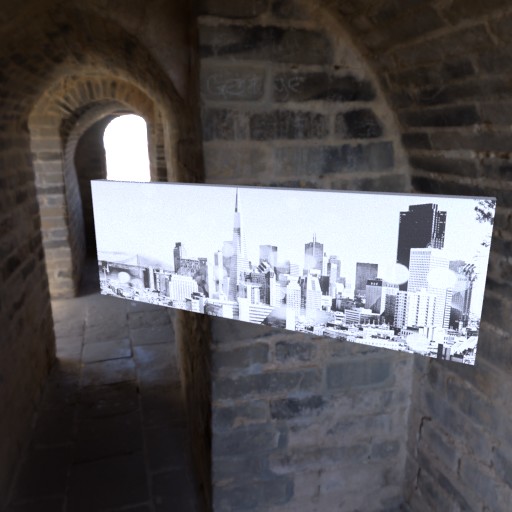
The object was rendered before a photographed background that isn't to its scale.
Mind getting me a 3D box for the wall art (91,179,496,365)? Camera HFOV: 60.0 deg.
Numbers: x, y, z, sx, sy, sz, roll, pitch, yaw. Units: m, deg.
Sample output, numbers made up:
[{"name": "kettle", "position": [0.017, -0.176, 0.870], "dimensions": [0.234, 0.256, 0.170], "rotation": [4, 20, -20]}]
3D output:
[{"name": "wall art", "position": [0.000, 0.000, 0.831], "dimensions": [0.766, 0.256, 0.036], "rotation": [7, 16, 25]}]
